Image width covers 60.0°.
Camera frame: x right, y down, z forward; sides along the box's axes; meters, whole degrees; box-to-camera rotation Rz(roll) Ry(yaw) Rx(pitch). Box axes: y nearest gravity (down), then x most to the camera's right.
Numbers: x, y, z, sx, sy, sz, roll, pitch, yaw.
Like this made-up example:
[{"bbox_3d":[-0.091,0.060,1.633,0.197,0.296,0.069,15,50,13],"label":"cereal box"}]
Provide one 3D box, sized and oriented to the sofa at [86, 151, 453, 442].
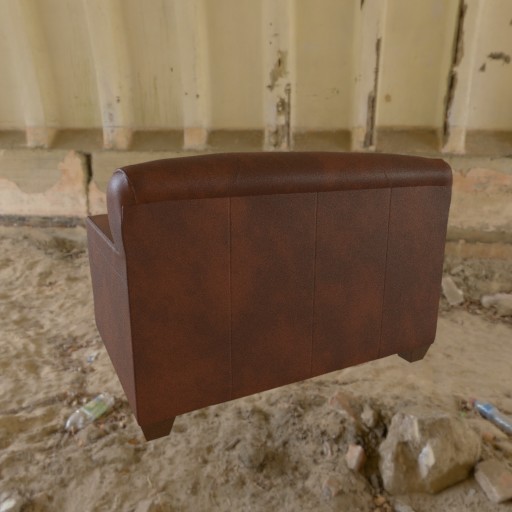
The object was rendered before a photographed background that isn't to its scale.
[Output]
[{"bbox_3d":[0.000,0.000,2.060,1.413,0.956,1.000,-7,16,-26],"label":"sofa"}]
